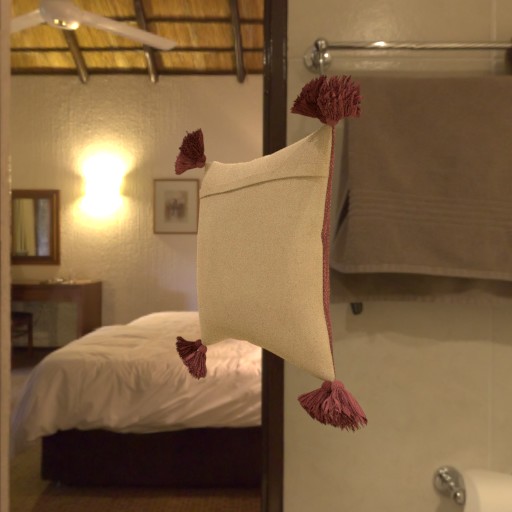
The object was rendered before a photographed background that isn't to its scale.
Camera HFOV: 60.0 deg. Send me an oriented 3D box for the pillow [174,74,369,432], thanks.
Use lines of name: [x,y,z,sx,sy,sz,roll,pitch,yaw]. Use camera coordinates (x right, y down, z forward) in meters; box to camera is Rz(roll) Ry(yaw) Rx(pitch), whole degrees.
pillow: [0.000,0.000,0.989,0.138,0.659,0.641,0,1,-36]
